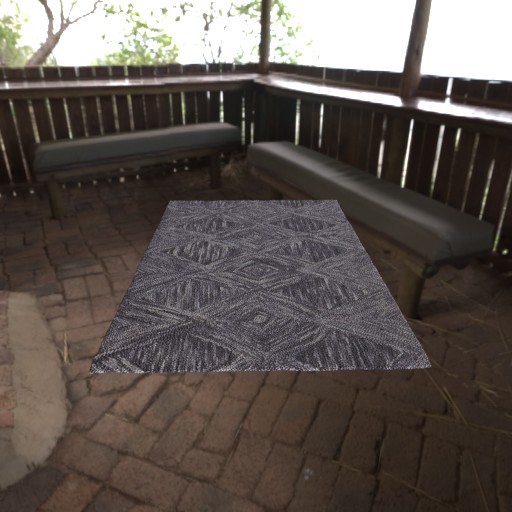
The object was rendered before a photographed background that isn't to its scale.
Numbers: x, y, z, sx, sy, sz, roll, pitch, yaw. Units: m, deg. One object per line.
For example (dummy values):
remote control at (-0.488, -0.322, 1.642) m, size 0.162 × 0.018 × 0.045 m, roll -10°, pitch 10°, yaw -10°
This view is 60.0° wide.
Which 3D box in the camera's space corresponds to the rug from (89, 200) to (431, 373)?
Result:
rug at (0.000, 0.000, 2.333) m, size 1.186 × 0.012 × 1.814 m, roll -1°, pitch 26°, yaw -1°
